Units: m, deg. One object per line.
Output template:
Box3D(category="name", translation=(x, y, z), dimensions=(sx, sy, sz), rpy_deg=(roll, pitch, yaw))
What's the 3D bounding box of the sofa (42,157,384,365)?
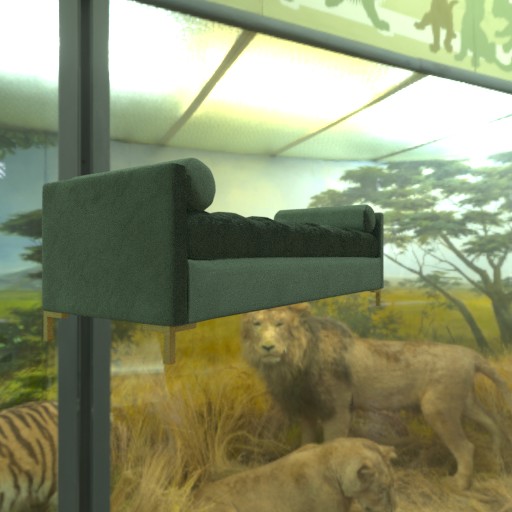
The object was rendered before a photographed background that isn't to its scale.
Box3D(category="sofa", translation=(0.000, 0.000, 2.490), dimensions=(0.796, 0.705, 2.102), rpy_deg=(0, 0, 34))
